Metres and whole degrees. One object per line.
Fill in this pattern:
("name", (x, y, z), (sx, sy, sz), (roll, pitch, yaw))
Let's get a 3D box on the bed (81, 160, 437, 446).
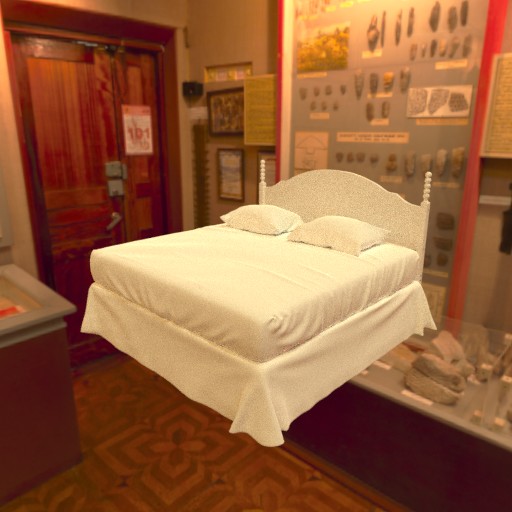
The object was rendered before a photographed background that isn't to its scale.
("bed", (0.000, 0.000, 3.685), (2.322, 1.355, 2.219), (15, 22, 42))
